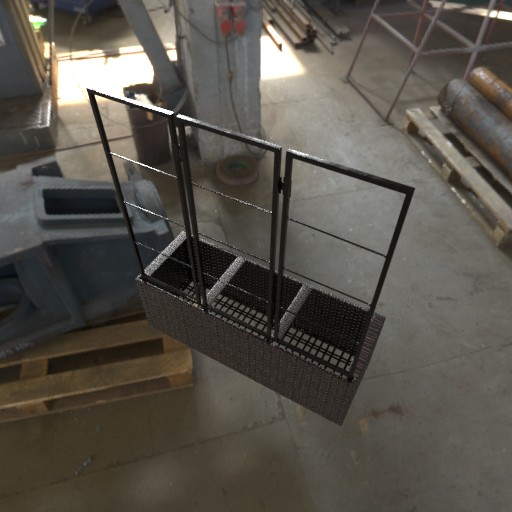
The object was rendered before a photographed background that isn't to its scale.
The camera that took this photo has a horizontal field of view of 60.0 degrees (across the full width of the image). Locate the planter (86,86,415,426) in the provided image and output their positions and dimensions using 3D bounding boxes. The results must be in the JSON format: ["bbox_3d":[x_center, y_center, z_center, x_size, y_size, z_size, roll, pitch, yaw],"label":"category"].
[{"bbox_3d":[0.000,0.000,1.151,0.699,0.841,0.244,23,51,20],"label":"planter"}]
